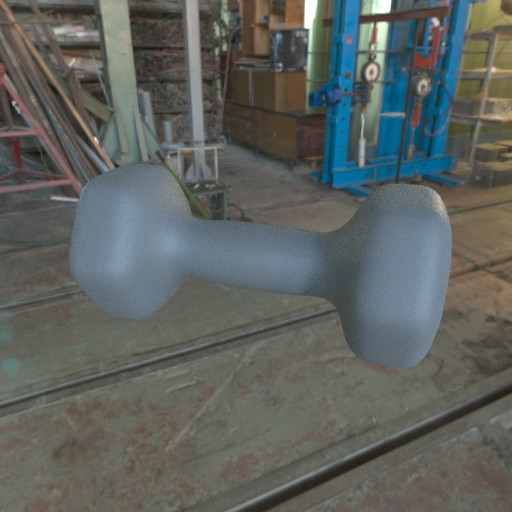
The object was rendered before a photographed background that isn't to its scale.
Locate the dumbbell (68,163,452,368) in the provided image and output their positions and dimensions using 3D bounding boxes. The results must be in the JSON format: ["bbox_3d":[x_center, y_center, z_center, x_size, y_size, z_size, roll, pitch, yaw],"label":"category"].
[{"bbox_3d":[0.000,0.000,0.232,0.184,0.081,0.090,8,26,16],"label":"dumbbell"}]
